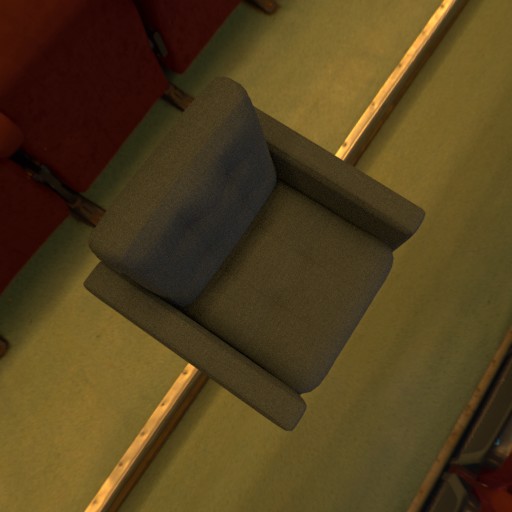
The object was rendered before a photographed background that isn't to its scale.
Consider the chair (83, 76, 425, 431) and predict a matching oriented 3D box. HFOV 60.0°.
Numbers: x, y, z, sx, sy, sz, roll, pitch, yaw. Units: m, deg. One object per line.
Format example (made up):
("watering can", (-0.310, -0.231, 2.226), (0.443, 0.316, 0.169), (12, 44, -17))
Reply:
("chair", (0.000, 0.000, 1.527), (0.843, 0.880, 0.821), (33, 79, 7))
